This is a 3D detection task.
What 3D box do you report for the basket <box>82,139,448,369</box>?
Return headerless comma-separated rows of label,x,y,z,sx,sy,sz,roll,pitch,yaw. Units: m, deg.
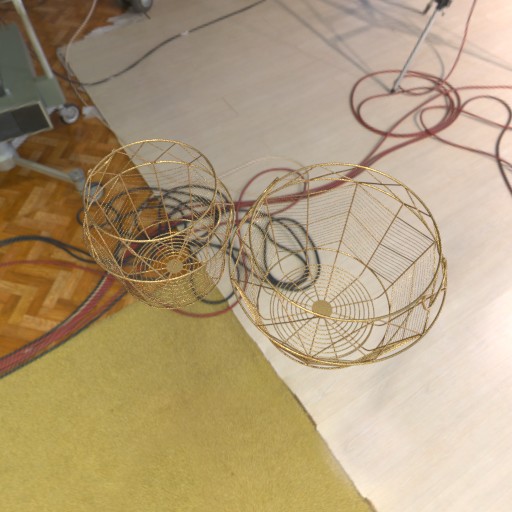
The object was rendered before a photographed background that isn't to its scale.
basket,0.000,0.000,1.017,0.805,0.343,0.451,16,59,10
